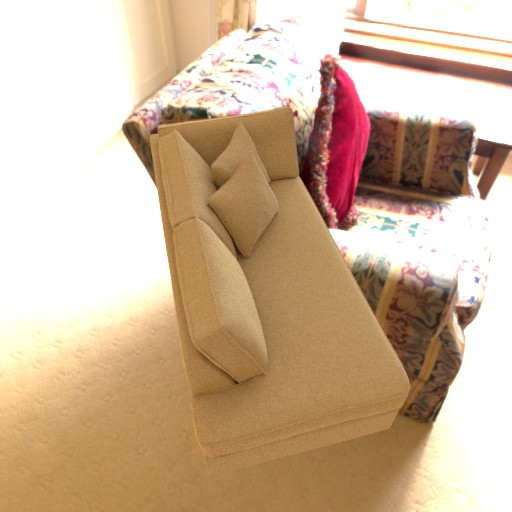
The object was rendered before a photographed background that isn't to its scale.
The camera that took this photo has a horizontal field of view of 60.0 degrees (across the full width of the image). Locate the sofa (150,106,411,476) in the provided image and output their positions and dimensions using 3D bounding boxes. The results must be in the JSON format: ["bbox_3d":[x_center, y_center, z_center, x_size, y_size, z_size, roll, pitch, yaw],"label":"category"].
[{"bbox_3d":[0.000,0.000,2.849,1.110,1.033,2.237,-10,47,-10],"label":"sofa"}]
